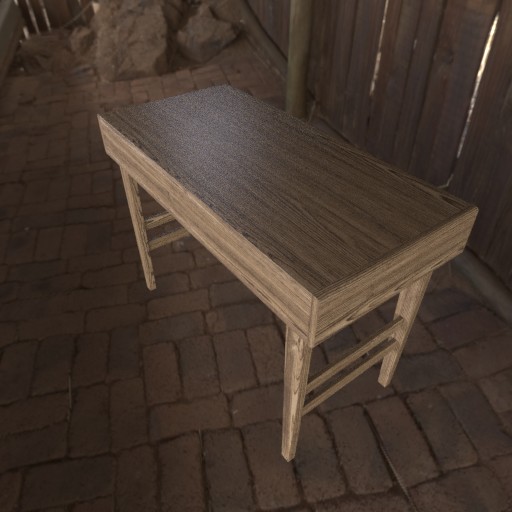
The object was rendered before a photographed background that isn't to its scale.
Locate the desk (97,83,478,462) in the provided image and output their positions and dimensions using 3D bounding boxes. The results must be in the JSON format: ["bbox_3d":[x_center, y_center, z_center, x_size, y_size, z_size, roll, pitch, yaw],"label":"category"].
[{"bbox_3d":[0.000,0.000,1.483,0.508,0.755,1.067,-25,46,-27],"label":"desk"}]
